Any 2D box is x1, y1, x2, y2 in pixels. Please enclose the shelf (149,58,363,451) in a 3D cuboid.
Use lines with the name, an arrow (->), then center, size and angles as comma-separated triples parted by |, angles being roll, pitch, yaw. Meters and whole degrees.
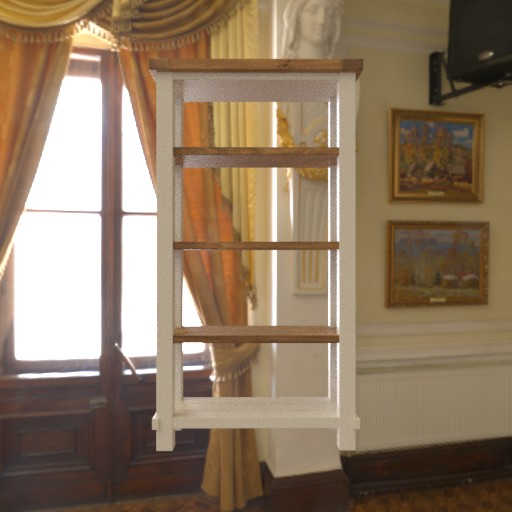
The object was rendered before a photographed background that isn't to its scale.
shelf -> 0.000, 0.000, 2.297 | 1.022, 1.878, 0.381 | 0, 0, 0
